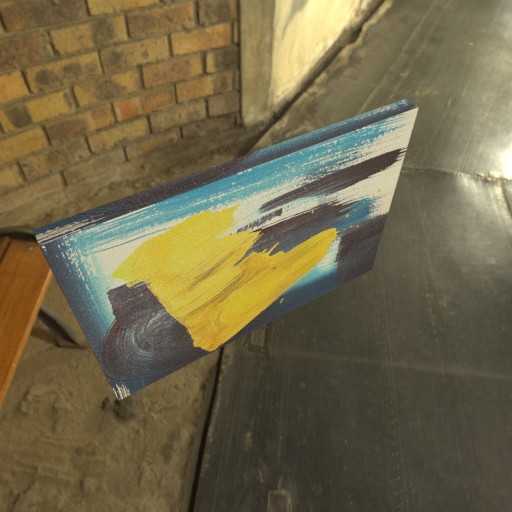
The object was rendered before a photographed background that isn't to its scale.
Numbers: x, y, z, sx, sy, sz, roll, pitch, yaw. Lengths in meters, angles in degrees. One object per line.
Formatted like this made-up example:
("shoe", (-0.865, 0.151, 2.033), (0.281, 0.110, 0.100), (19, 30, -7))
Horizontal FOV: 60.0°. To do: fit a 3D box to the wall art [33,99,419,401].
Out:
("wall art", (0.000, 0.000, 0.779), (0.609, 0.406, 0.033), (-24, 52, -21))
